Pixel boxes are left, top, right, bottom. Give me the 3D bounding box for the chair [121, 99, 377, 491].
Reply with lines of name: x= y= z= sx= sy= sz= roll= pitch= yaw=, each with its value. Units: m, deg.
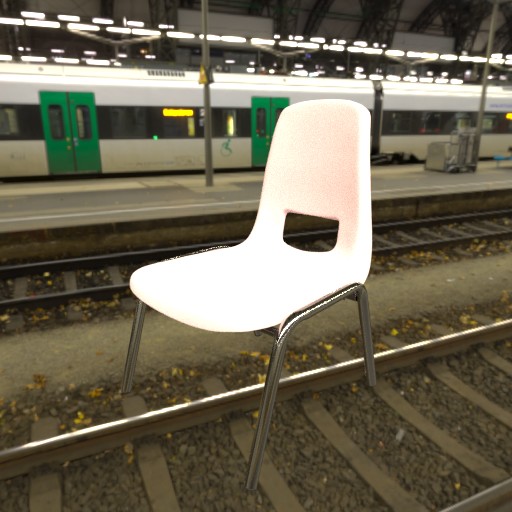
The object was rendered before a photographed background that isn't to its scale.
chair: x=0.000 y=0.000 z=0.785 sx=0.354 sy=0.537 sz=0.385 roll=15 pitch=22 yaw=42
